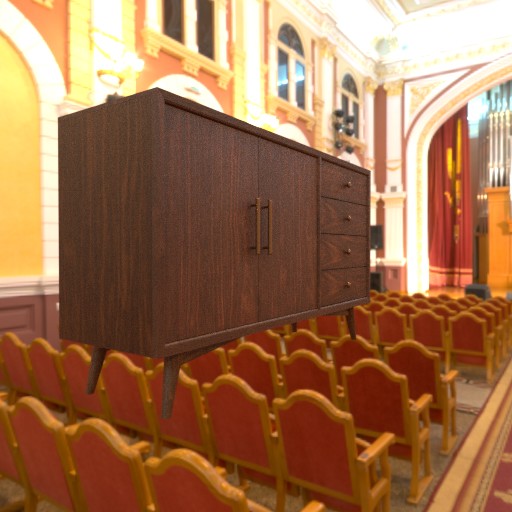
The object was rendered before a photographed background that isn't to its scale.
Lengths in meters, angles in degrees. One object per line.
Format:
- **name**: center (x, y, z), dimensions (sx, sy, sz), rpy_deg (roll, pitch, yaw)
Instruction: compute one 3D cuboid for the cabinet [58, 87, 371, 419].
- **cabinet**: center (0.000, 0.000, 1.981), dimensions (0.505, 0.940, 1.575), rpy_deg (1, 1, 35)
